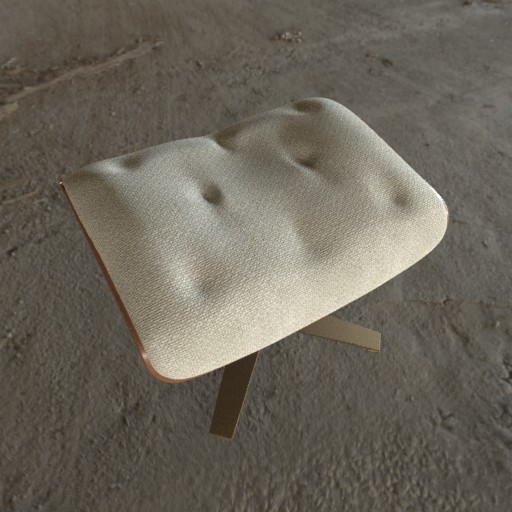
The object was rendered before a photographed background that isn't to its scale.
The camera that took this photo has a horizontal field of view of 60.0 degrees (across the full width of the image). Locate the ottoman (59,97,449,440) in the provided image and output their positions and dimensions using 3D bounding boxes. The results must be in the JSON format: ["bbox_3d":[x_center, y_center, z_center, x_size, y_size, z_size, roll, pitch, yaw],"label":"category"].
[{"bbox_3d":[0.000,0.000,0.803,0.520,0.391,0.394,-24,51,-21],"label":"ottoman"}]
